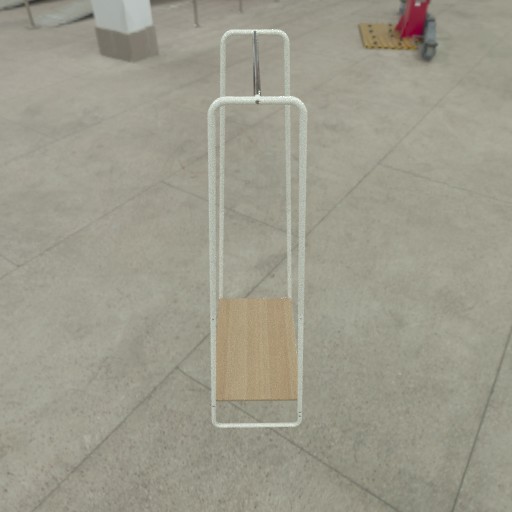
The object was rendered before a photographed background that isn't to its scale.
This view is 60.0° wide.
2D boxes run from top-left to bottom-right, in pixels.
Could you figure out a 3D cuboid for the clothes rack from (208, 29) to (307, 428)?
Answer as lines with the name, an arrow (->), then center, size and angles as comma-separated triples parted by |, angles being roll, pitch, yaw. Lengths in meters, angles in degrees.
clothes rack -> 0.000, 0.000, 1.761 | 0.400, 1.500, 0.640 | 0, 40, -1
